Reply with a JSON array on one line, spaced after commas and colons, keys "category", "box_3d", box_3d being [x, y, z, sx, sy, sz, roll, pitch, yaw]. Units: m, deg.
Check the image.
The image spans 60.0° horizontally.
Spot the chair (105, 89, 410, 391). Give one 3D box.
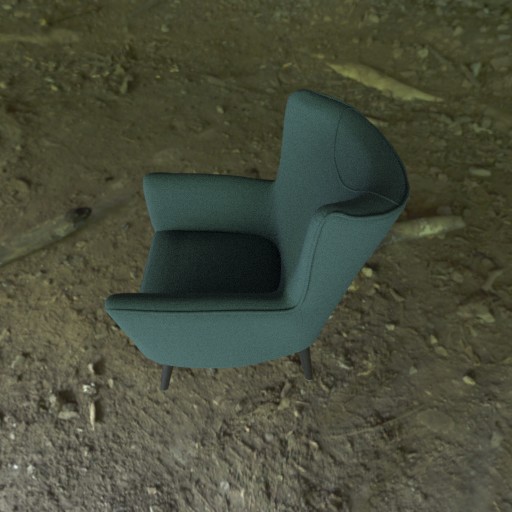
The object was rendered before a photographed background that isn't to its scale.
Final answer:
[{"category": "chair", "box_3d": [0.000, 0.000, 1.613, 0.888, 0.933, 0.781, -1, 41, -1]}]
